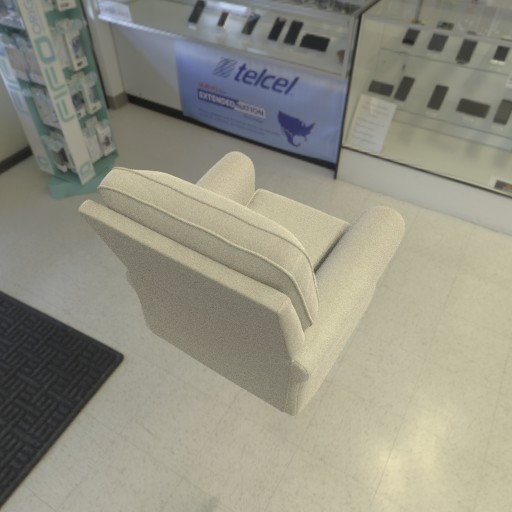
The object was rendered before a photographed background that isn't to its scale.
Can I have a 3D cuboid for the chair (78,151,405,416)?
[{"bbox_3d":[0.000,0.000,1.714,0.890,0.960,0.878,25,51,22],"label":"chair"}]
